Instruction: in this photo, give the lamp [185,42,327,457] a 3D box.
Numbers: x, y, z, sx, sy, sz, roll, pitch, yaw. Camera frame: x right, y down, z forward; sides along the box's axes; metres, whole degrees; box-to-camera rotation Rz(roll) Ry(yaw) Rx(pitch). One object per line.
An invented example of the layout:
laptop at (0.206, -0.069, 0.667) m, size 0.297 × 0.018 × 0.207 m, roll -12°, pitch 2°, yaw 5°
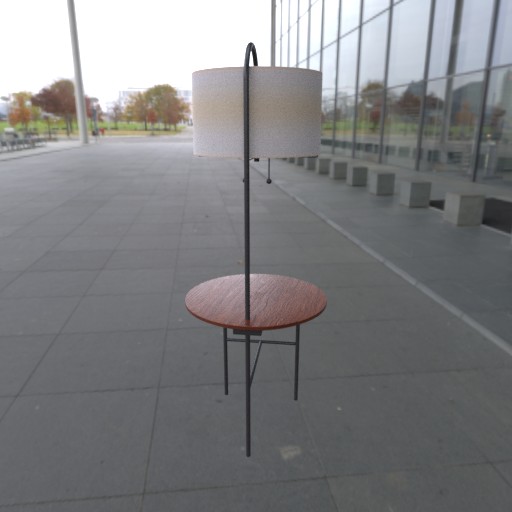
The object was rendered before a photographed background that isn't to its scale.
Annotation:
lamp at (0.000, 0.000, 1.763) m, size 0.573 × 1.517 × 0.573 m, roll 0°, pitch 16°, yaw 0°
